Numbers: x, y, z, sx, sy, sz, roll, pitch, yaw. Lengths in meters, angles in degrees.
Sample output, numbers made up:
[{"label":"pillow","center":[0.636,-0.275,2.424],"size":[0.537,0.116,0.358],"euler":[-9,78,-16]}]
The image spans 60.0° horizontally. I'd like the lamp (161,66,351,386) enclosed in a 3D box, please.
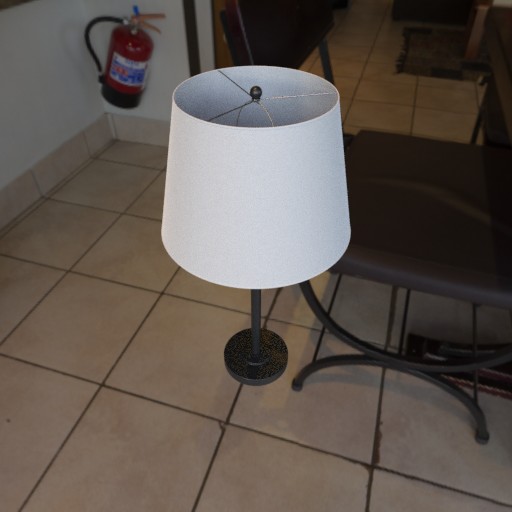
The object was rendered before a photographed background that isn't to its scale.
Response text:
[{"label":"lamp","center":[0.000,0.000,0.916],"size":[0.363,0.696,0.363],"euler":[0,40,0]}]
